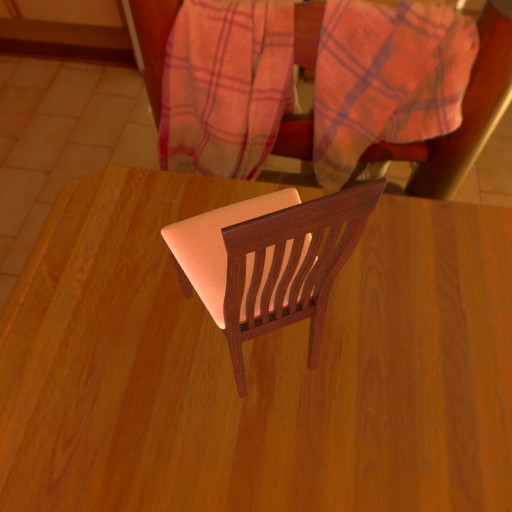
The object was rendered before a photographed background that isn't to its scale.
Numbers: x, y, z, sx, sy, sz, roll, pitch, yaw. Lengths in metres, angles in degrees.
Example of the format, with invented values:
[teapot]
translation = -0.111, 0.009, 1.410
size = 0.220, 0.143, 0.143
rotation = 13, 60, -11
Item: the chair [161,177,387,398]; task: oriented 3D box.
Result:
[chair]
translation = 0.000, 0.000, 1.261
size = 0.460, 1.027, 0.474
rotation = -18, 60, -11
